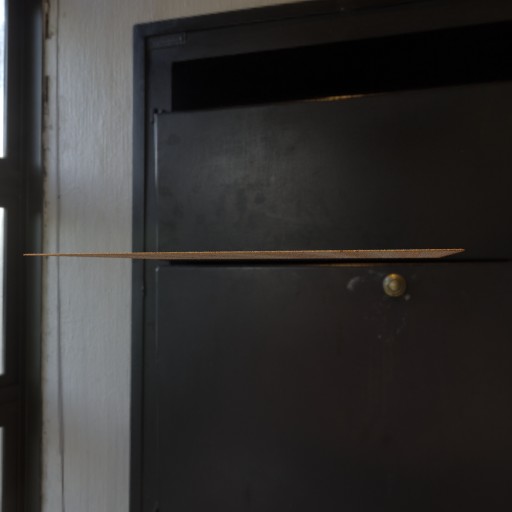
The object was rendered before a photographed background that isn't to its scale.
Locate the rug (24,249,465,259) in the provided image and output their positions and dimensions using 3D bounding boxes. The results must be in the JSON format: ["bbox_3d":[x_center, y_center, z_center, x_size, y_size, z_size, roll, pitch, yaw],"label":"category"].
[{"bbox_3d":[0.000,0.000,2.923,2.336,0.007,1.525,0,-1,19],"label":"rug"}]
